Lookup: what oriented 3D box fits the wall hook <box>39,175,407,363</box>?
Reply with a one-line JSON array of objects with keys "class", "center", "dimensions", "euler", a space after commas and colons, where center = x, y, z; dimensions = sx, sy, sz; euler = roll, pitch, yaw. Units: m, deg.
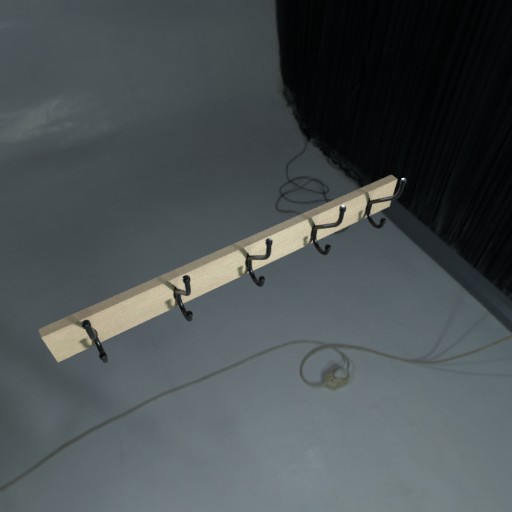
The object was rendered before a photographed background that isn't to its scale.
[{"class": "wall hook", "center": [0.000, 0.000, 0.615], "dimensions": [0.571, 0.117, 0.071], "euler": [-25, 52, -21]}]
